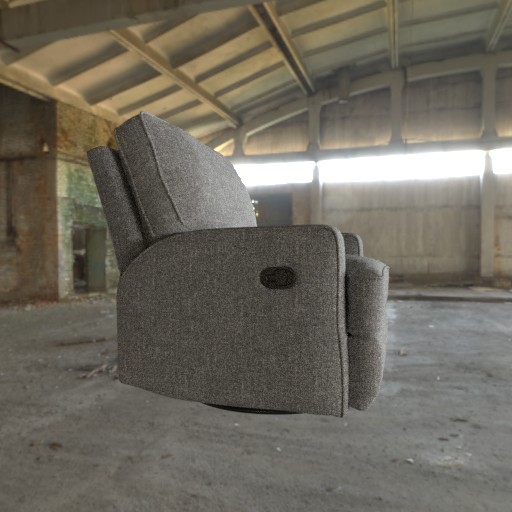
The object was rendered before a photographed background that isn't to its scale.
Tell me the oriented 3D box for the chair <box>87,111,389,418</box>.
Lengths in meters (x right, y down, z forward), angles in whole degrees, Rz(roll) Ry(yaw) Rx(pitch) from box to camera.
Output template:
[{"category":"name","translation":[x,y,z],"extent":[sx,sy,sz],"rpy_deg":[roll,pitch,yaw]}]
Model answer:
[{"category":"chair","translation":[0.000,0.000,1.691],"extent":[0.964,0.962,0.861],"rpy_deg":[0,1,18]}]
